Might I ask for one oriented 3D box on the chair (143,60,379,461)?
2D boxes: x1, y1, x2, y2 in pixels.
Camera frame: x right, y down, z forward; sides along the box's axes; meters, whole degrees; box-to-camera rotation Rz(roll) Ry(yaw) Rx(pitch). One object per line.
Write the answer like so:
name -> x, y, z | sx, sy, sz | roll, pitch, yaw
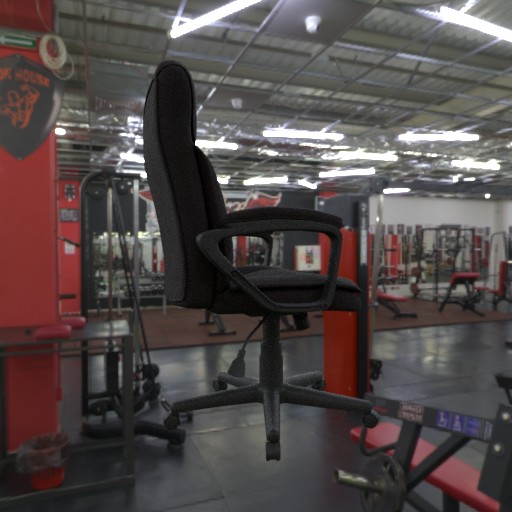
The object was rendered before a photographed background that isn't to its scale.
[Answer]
chair -> 0.000, 0.000, 1.506 | 0.724, 1.105, 0.667 | 0, 1, -18
